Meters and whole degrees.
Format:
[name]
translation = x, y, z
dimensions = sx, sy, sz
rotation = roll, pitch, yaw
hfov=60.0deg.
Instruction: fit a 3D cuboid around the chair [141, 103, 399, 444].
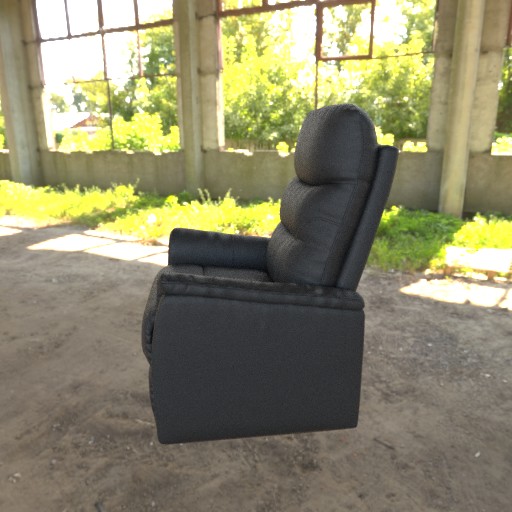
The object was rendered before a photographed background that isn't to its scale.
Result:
[chair]
translation = 0.000, 0.000, 1.674
dimensions = 0.831, 1.082, 0.775
rotation = -2, 15, -7
